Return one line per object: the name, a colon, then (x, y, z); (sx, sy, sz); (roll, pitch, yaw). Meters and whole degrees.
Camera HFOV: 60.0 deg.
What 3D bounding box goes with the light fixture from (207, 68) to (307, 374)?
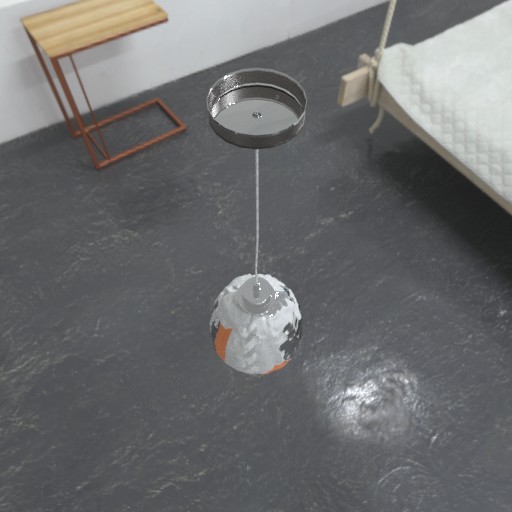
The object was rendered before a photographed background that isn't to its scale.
light fixture: (0.000, 0.000, 1.758); (0.500, 1.511, 0.496); (33, 64, 19)
